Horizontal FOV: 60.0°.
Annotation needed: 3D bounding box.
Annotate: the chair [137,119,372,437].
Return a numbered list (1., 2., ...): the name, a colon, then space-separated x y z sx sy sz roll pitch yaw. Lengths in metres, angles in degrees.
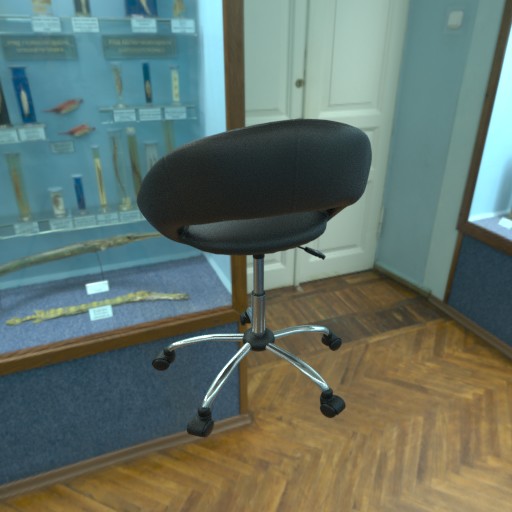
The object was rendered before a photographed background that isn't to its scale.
1. chair: 0.000 0.000 1.216 0.612 0.791 0.538 -9 27 -18
